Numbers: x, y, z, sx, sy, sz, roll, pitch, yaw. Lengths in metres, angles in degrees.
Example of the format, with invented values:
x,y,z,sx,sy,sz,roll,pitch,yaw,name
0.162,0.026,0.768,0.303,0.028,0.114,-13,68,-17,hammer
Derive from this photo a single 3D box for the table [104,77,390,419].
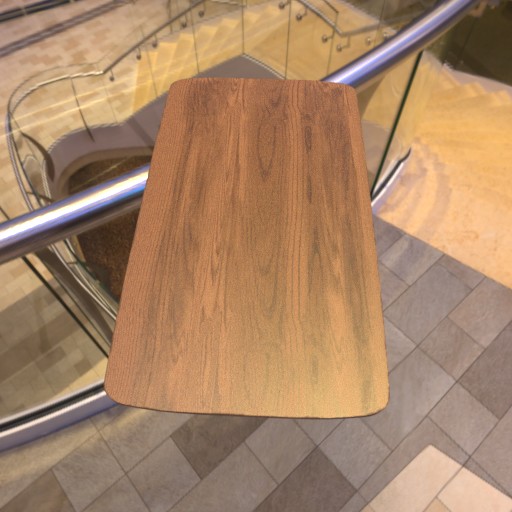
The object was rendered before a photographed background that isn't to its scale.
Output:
x,y,z,sx,sy,sz,roll,pitch,yaw,name
0.000,0.000,2.145,0.949,0.765,1.643,2,59,1,table
